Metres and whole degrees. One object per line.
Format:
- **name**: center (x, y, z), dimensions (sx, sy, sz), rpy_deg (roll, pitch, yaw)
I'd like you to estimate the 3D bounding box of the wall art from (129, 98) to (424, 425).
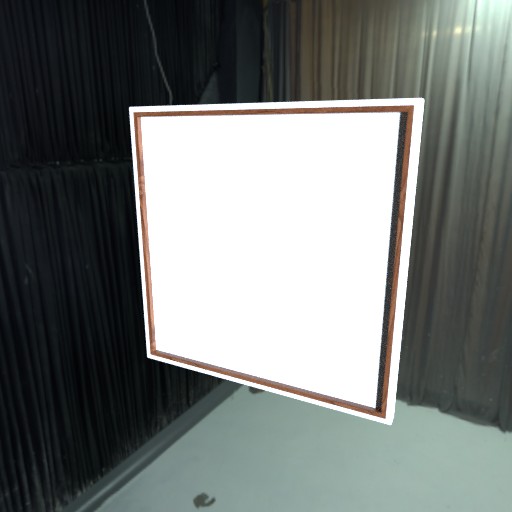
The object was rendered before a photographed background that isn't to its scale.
- **wall art**: center (0.000, 0.000, 1.549), dimensions (1.009, 1.009, 0.049), rpy_deg (8, 17, 26)
